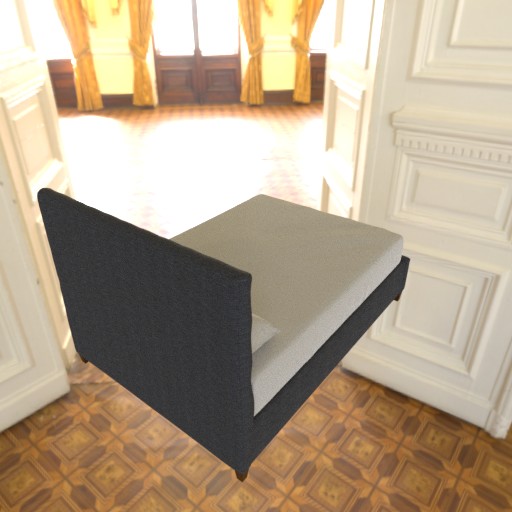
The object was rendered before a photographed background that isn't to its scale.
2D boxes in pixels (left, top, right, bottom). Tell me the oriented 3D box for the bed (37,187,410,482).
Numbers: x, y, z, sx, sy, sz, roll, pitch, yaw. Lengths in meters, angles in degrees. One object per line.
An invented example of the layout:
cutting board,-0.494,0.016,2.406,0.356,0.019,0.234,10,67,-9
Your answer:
bed,0.000,0.000,3.472,1.698,1.427,2.387,22,36,32
